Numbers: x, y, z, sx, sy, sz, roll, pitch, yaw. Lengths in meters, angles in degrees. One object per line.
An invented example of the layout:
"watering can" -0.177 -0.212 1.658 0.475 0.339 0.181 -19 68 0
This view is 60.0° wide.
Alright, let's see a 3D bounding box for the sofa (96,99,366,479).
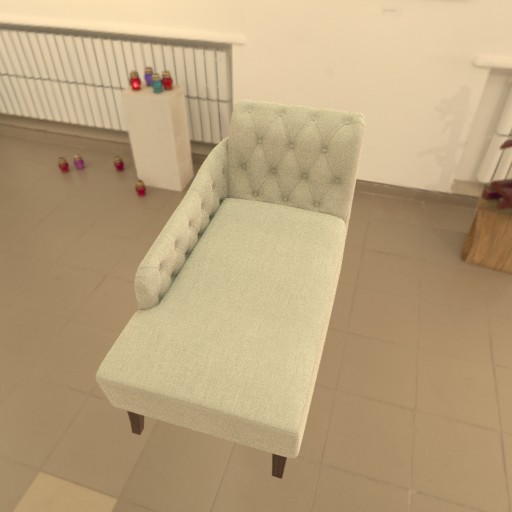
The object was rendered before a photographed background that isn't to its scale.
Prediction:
"sofa" 0.000 0.000 1.811 0.675 0.787 1.379 11 42 13
